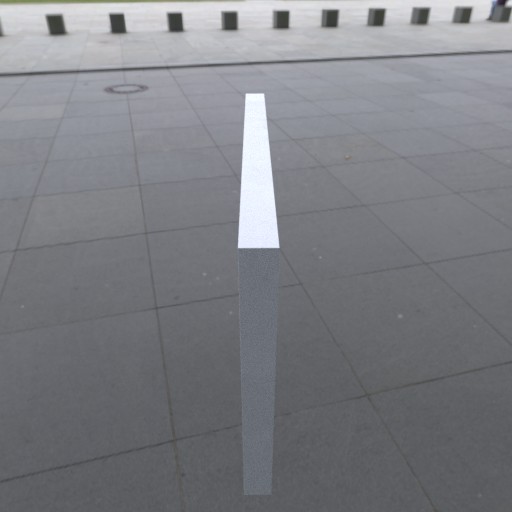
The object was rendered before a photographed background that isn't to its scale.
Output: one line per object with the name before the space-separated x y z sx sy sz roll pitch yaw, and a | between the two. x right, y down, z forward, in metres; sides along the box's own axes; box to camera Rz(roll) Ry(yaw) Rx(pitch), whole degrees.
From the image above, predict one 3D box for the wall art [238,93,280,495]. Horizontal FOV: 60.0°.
wall art | 0.000 0.000 0.769 0.038 0.407 0.609 0 33 0
